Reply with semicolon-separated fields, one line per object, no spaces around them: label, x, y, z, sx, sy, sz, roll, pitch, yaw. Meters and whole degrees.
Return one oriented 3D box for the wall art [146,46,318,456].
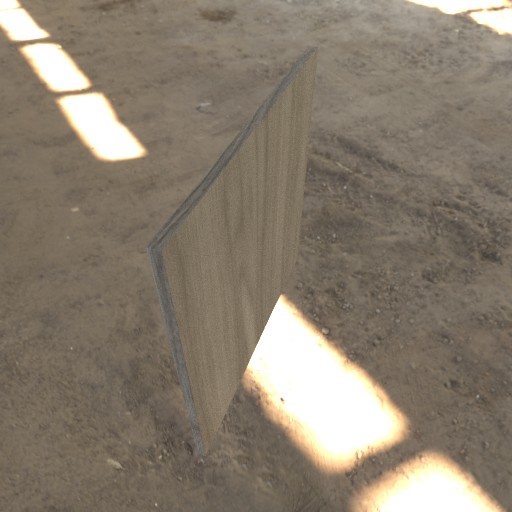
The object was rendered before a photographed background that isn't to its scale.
wall art;0.000;0.000;0.752;0.016;0.507;0.508;16;48;15
